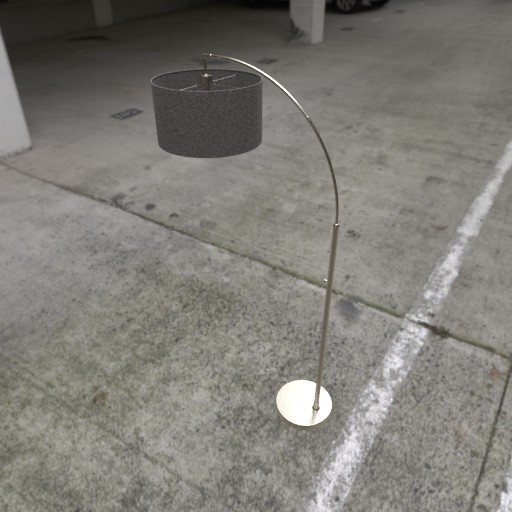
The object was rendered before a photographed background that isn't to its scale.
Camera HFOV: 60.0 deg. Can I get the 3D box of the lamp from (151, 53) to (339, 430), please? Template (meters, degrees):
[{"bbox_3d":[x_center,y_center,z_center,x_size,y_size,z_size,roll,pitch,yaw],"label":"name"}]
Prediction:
[{"bbox_3d":[0.000,0.000,2.114,0.934,1.735,0.452,20,38,28],"label":"lamp"}]
